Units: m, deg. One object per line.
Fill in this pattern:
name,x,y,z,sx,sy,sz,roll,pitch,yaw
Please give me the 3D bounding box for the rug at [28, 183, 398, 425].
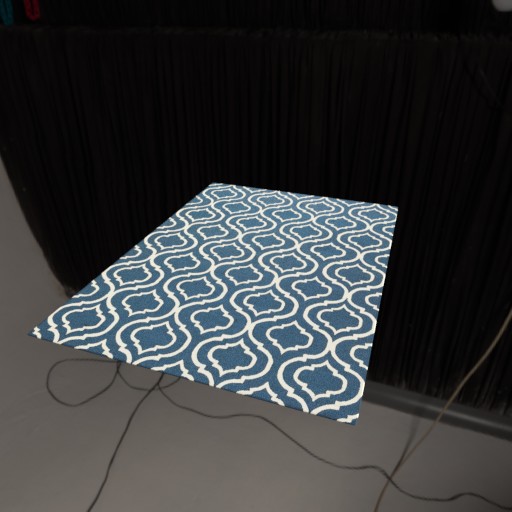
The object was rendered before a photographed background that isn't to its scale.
rug,0.000,0.000,4.317,2.438,0.010,3.353,10,32,17
